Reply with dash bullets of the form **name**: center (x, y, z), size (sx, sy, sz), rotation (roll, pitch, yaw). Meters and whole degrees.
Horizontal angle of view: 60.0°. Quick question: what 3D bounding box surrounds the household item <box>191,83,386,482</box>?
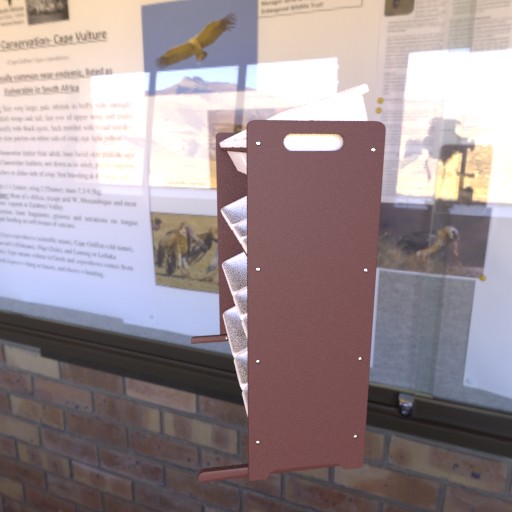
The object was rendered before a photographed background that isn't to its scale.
- **household item**: center (0.000, 0.000, 1.296), size (0.389, 0.864, 0.787), rotation (-2, 14, -9)
